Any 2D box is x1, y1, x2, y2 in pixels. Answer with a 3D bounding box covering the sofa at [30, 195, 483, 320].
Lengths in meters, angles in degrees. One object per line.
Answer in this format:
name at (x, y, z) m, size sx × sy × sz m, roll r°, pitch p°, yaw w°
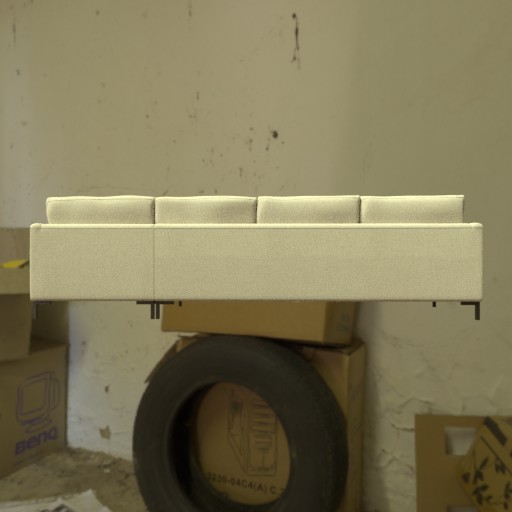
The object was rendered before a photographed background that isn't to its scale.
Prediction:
sofa at (0.000, 0.000, 2.893) m, size 2.445 × 0.677 × 1.126 m, roll 0°, pitch 0°, yaw 1°
